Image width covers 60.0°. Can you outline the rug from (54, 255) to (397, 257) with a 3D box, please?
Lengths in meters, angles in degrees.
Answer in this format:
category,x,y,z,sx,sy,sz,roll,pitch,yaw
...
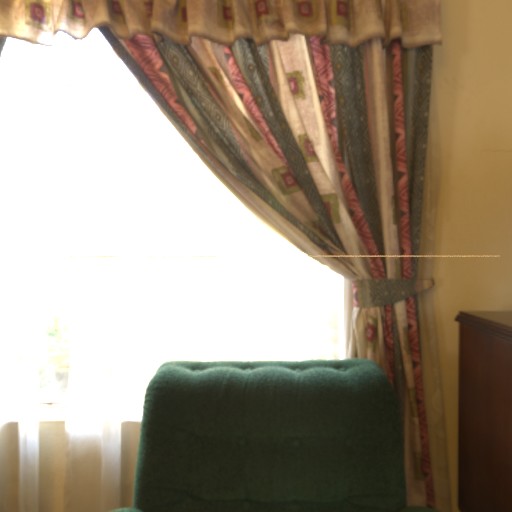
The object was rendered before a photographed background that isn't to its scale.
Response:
category,x,y,z,sx,sy,sz,roll,pitch,yaw
rug,0.000,0.000,4.040,3.067,0.005,2.454,0,0,-17
